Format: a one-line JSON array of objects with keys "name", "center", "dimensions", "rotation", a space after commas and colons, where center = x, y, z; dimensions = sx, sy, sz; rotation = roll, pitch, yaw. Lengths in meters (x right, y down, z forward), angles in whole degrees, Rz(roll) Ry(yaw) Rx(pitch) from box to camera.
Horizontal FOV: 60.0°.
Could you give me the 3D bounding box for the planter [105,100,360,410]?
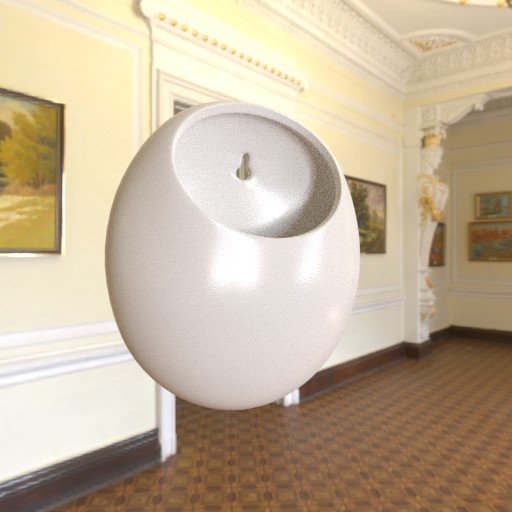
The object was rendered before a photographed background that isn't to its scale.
[{"name": "planter", "center": [0.000, 0.000, 0.275], "dimensions": [0.185, 0.188, 0.043], "rotation": [0, 0, -35]}]
